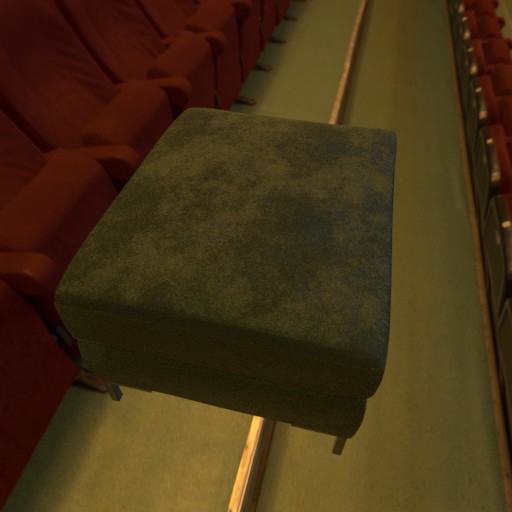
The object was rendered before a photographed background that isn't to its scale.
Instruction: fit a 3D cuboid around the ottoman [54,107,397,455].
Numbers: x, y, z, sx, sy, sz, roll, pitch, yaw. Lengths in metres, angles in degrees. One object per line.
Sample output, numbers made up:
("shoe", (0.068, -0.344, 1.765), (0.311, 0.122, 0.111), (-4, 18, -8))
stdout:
("ottoman", (0.000, 0.000, 1.287), (0.701, 0.538, 0.839), (10, 47, 9))
